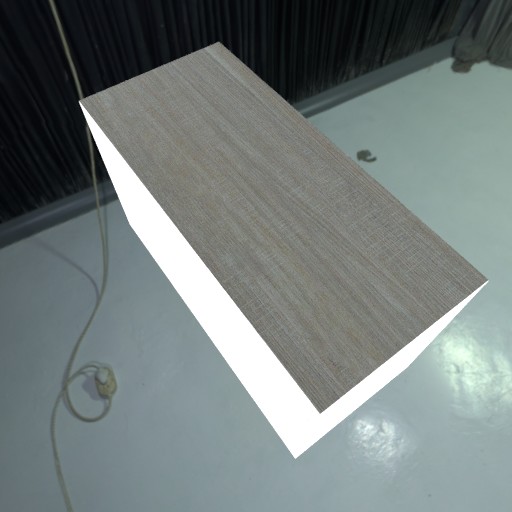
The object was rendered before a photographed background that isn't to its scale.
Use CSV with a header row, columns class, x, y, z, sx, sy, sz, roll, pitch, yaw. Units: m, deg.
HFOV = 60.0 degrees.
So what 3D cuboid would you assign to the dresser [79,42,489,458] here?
class,x,y,z,sx,sy,sz,roll,pitch,yaw
dresser,0.000,0.000,1.494,0.500,0.780,1.110,-32,64,-18
